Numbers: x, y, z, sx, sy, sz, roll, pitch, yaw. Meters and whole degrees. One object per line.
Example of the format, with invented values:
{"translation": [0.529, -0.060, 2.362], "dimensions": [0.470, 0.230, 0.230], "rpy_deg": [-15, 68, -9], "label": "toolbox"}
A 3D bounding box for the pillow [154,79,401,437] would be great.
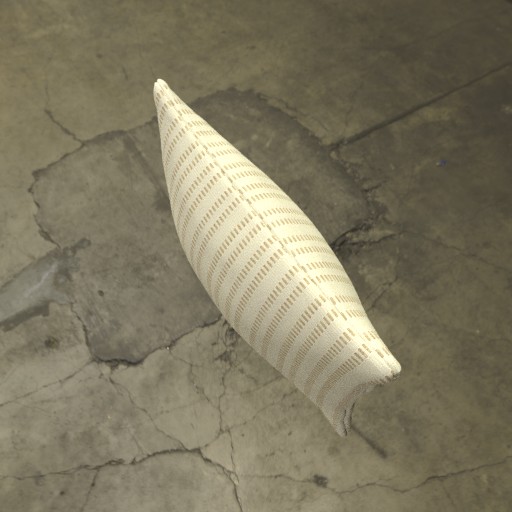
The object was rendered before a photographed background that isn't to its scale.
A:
{"translation": [0.000, 0.000, 0.797], "dimensions": [0.210, 0.353, 0.640], "rpy_deg": [-29, 62, -17], "label": "pillow"}
